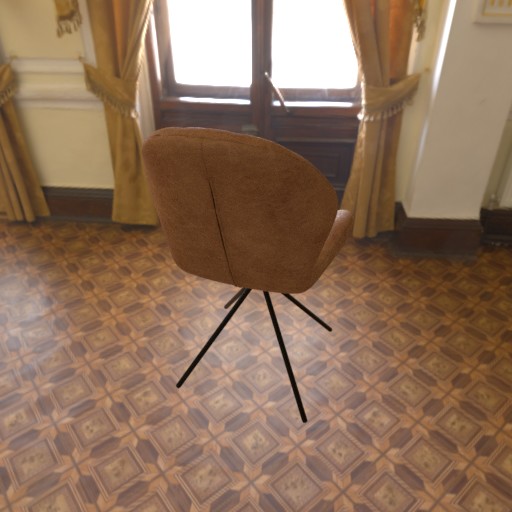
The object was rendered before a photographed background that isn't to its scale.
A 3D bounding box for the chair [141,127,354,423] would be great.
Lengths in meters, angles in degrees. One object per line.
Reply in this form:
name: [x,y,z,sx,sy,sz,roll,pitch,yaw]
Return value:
chair: [0.000,0.000,1.319,0.527,0.929,0.640,10,34,15]
